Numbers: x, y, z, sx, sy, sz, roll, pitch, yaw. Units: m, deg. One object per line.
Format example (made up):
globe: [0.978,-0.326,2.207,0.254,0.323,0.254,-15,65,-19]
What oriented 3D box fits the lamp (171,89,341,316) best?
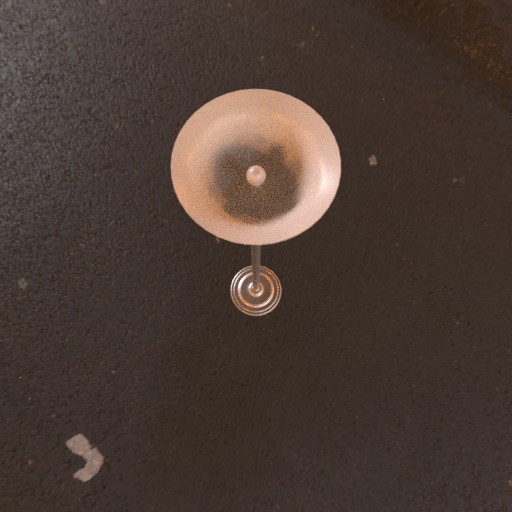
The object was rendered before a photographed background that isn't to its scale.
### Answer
lamp: [0.000,0.000,1.912,0.405,1.771,0.405,-11,76,-3]
